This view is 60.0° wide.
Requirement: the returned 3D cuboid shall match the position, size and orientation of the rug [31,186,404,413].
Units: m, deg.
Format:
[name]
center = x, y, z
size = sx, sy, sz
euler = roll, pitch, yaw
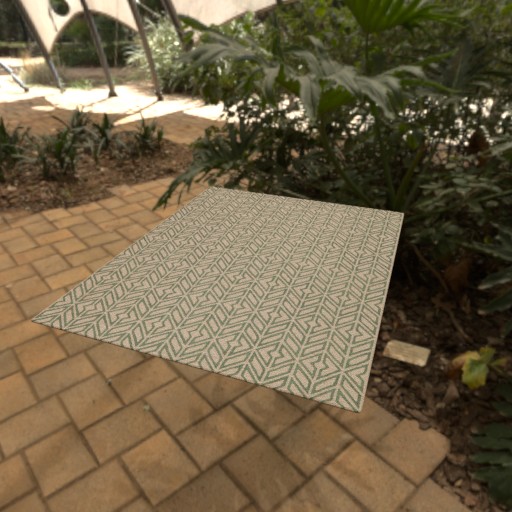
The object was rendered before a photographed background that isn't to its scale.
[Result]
[rug]
center = 0.000, 0.000, 4.161
size = 2.441, 0.017, 3.050
euler = 10, 31, 18
